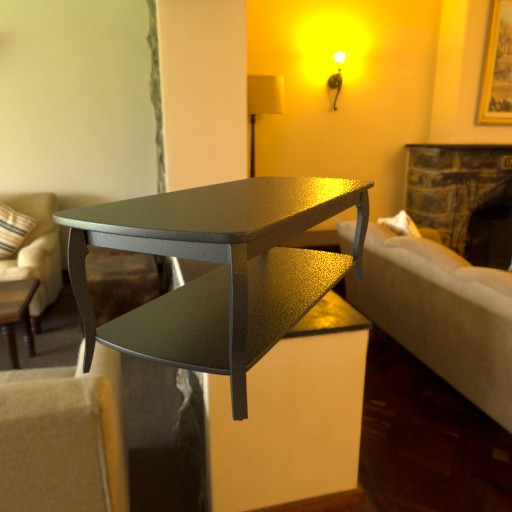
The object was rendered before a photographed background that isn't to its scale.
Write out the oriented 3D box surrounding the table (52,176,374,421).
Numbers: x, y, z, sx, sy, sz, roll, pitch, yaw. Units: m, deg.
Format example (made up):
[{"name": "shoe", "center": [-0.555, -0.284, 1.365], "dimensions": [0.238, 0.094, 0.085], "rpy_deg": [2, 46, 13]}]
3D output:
[{"name": "table", "center": [0.000, 0.000, 1.604], "dimensions": [0.571, 0.457, 1.333], "rpy_deg": [7, 17, 25]}]
